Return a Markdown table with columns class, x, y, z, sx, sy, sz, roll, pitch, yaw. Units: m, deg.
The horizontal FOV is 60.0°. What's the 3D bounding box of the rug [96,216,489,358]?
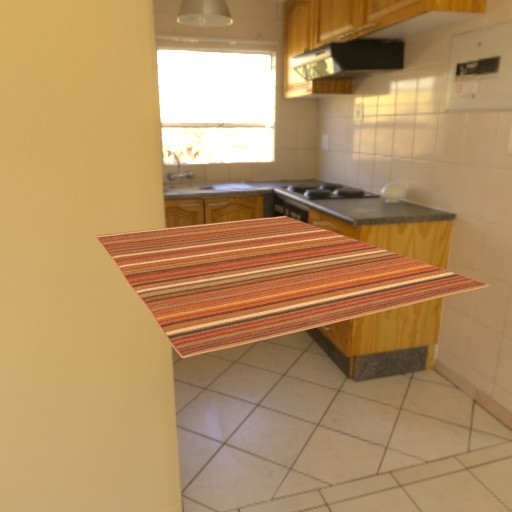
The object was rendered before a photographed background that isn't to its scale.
| class | x | y | z | sx | sy | sz | roll | pitch | yaw |
| --- | --- | --- | --- | --- | --- | --- | --- | --- | --- |
| rug | 0.000 | 0.000 | 4.187 | 2.479 | 0.023 | 3.092 | -8 | 18 | -26 |
